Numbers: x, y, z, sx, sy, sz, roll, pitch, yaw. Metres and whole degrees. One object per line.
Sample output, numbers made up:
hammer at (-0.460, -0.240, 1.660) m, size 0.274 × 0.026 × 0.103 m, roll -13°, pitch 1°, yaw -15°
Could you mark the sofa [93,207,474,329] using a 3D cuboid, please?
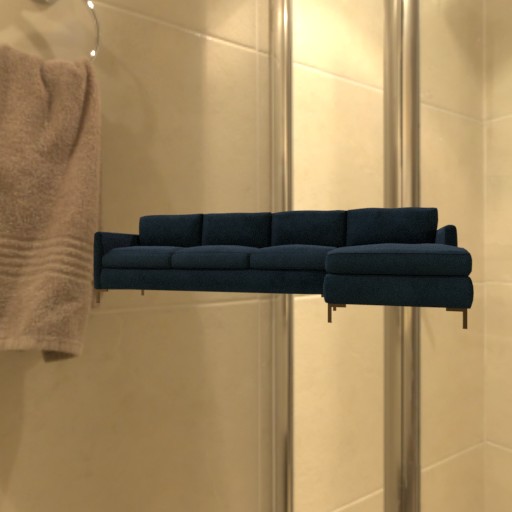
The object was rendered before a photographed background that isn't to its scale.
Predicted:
sofa at (0.000, 0.000, 3.490) m, size 2.932 × 0.810 × 1.350 m, roll 0°, pitch 0°, yaw 18°
